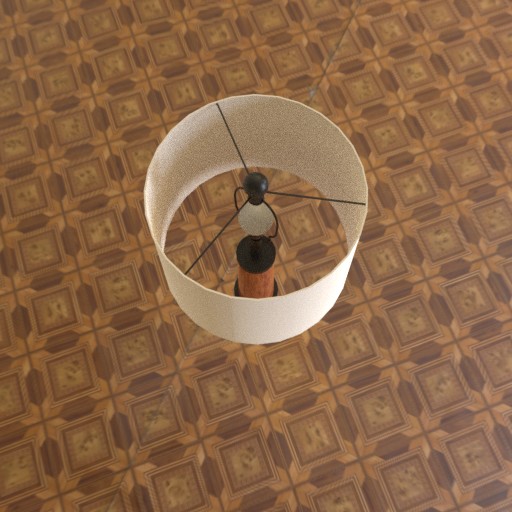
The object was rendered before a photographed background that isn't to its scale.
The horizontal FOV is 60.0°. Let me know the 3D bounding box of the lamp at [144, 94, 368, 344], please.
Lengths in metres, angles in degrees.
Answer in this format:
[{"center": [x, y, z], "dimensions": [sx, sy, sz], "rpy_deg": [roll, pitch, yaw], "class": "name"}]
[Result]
[{"center": [0.000, 0.000, 0.866], "dimensions": [0.349, 0.667, 0.349], "rpy_deg": [0, 73, 0], "class": "lamp"}]
